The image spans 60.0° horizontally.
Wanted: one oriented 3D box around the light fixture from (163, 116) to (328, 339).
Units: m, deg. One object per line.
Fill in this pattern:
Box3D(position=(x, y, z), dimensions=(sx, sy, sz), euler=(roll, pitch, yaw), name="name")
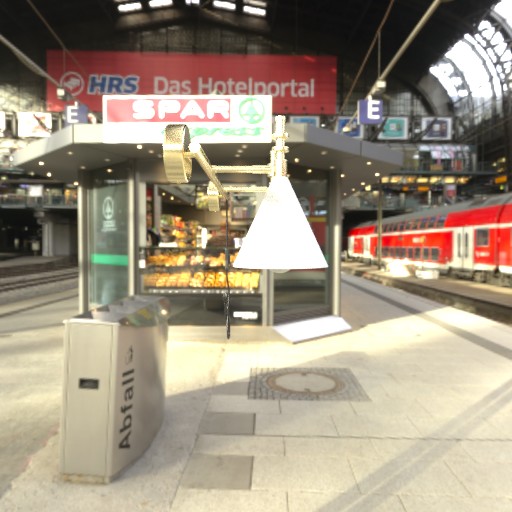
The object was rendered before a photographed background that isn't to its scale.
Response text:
Box3D(position=(0.000, 0.000, 0.892), dimensions=(0.239, 0.468, 0.642), euler=(0, 2, 0), name="light fixture")
